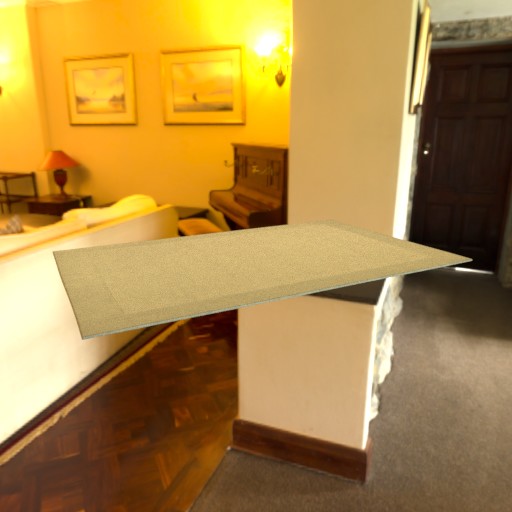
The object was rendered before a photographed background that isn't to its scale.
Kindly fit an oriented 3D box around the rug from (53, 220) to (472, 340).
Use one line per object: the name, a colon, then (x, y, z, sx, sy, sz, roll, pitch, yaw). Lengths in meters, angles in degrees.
rug: (0.000, 0.000, 3.021, 2.438, 0.014, 1.524, -8, 18, -27)
